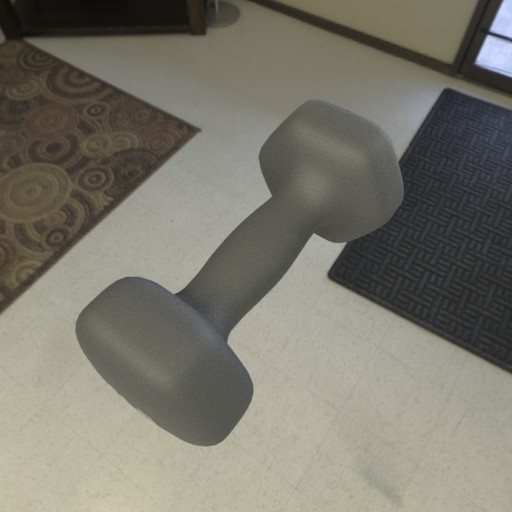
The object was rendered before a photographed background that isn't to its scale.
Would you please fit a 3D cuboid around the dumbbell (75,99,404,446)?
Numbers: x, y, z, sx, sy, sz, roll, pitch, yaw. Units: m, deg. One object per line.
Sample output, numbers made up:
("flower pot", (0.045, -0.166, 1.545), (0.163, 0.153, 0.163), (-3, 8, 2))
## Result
("dumbbell", (0.000, 0.000, 0.298), (0.116, 0.105, 0.240), (33, 63, 19))
